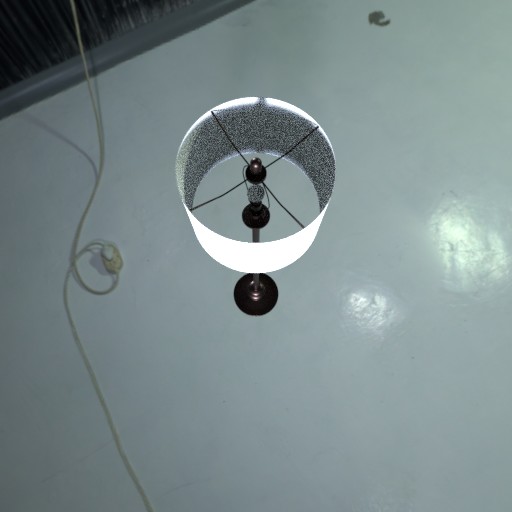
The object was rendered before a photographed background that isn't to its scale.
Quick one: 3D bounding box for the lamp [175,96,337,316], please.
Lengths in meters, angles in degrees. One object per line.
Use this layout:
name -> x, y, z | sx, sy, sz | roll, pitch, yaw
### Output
lamp -> 0.000, 0.000, 1.666 | 0.356, 1.487, 0.356 | -35, 77, -9
